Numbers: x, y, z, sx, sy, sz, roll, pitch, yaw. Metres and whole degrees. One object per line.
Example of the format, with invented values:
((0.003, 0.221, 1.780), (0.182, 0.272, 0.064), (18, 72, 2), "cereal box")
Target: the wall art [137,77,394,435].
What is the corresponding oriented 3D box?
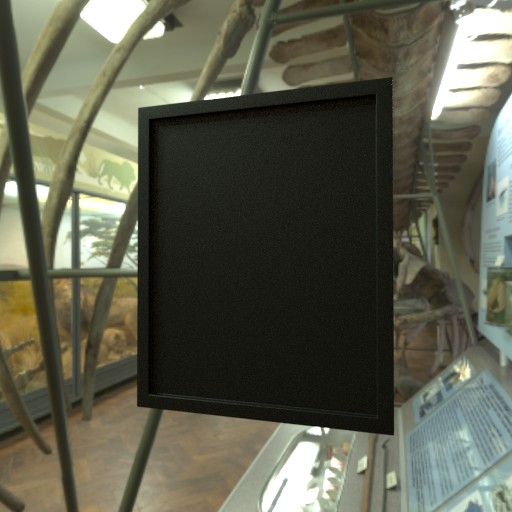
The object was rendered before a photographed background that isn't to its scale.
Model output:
((0.000, 0.000, 0.771), (0.457, 0.559, 0.028), (0, -1, 18), "wall art")
